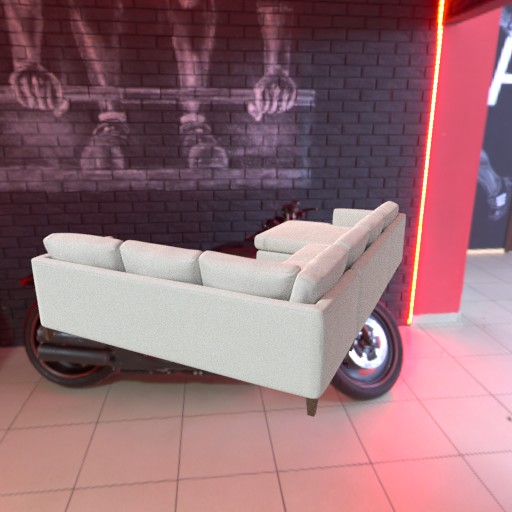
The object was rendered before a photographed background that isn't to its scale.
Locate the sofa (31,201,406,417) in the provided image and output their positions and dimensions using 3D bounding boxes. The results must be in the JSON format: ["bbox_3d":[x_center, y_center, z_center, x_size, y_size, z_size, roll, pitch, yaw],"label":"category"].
[{"bbox_3d":[0.000,0.000,4.706,2.593,0.956,3.459,8,18,25],"label":"sofa"}]
